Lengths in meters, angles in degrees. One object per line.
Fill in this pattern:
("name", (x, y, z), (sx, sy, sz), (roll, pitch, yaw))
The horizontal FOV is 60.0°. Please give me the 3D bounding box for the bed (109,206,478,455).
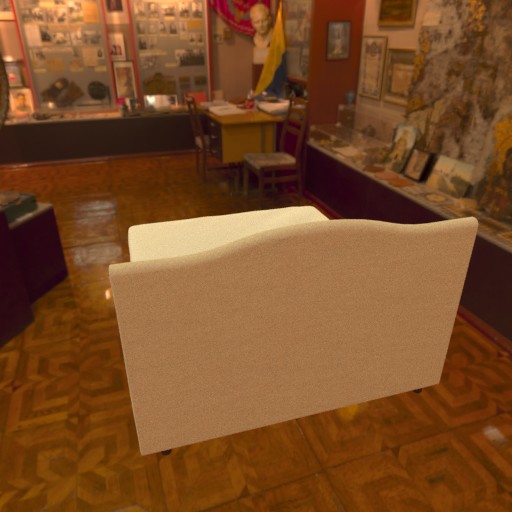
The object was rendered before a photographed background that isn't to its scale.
("bed", (0.000, 0.000, 3.516), (2.083, 1.421, 2.182), (-8, 28, -15))
